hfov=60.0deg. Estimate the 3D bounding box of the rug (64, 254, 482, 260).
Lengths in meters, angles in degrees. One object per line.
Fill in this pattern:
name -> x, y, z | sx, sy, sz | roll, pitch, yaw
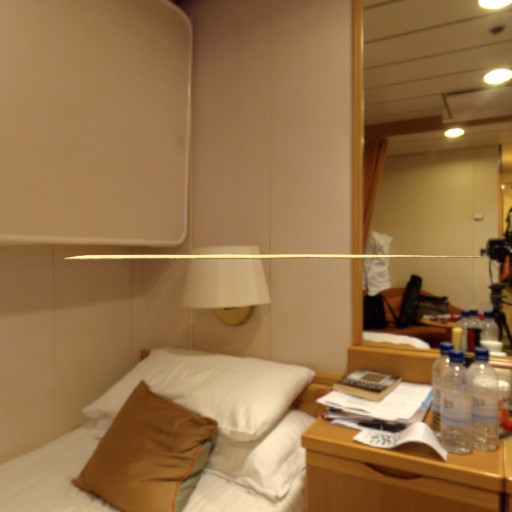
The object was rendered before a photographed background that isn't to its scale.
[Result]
rug -> 0.000, 0.000, 4.463 | 3.365, 0.020, 2.452 | 0, 1, -18
